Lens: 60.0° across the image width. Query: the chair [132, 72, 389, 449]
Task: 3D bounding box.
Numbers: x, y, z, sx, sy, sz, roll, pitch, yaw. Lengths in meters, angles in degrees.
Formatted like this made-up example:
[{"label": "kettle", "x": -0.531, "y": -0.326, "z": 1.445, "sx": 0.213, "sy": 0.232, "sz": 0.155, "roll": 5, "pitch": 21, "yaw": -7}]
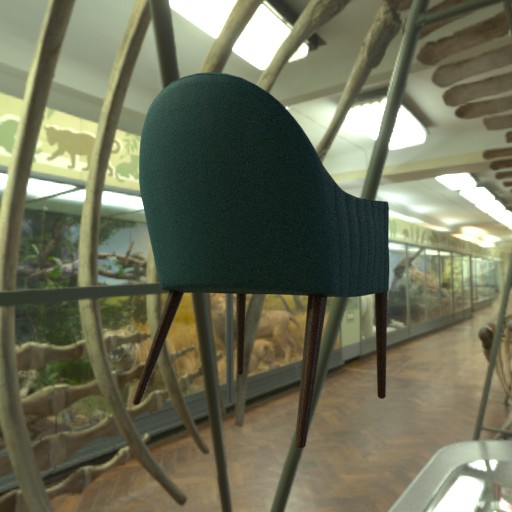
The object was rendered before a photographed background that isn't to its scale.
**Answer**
[{"label": "chair", "x": 0.000, "y": 0.000, "z": 1.381, "sx": 0.656, "sy": 0.907, "sz": 0.652, "roll": -2, "pitch": -3, "yaw": 36}]
